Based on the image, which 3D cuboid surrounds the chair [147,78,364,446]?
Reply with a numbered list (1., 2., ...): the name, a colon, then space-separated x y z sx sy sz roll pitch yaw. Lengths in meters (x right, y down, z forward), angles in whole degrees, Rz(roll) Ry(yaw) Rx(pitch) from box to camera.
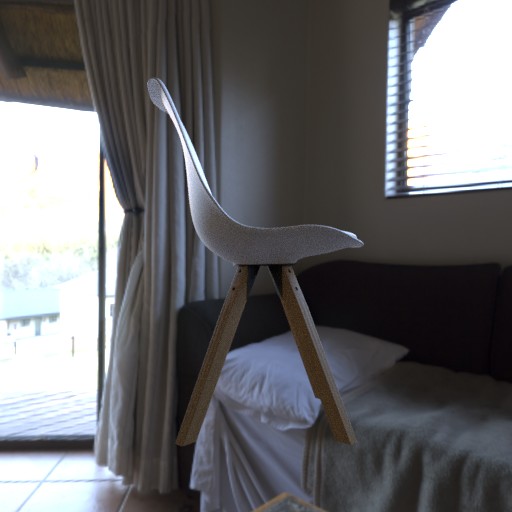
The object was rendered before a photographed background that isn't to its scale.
1. chair: 0.000 0.000 1.171 0.550 0.849 0.485 0 -1 -1
